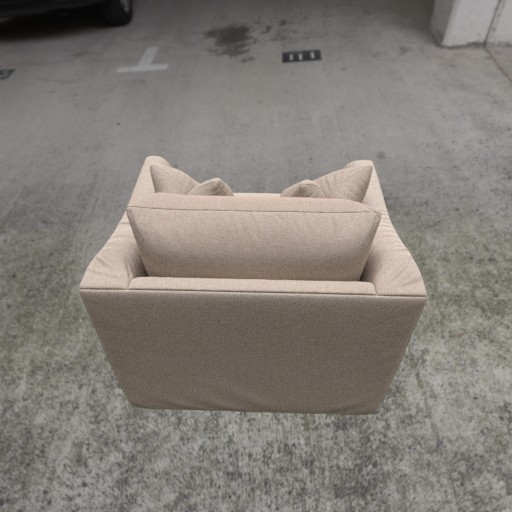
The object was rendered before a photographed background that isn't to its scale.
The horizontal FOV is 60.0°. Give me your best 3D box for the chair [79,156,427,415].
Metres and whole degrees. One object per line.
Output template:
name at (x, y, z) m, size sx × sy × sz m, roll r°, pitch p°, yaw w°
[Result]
chair at (0.000, 0.000, 2.072) m, size 1.194 × 1.093 × 1.071 m, roll 1°, pitch 45°, yaw 1°
